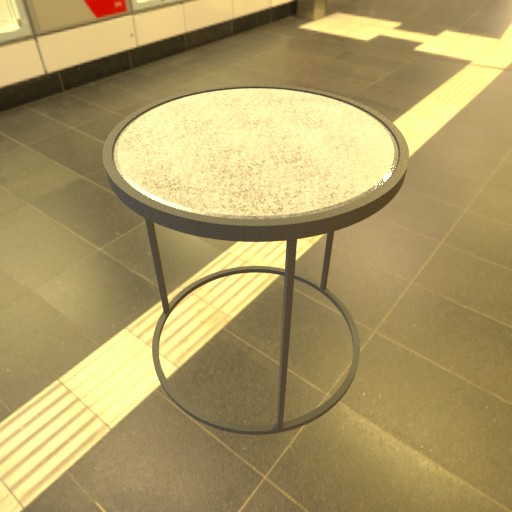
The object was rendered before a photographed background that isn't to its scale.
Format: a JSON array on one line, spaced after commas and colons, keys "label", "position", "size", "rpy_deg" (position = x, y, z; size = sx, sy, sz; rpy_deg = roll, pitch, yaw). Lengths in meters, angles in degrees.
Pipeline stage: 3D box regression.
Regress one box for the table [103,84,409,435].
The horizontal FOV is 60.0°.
[{"label": "table", "position": [0.000, 0.000, 0.863], "size": [0.470, 0.498, 0.470], "rpy_deg": [0, 41, 0]}]
